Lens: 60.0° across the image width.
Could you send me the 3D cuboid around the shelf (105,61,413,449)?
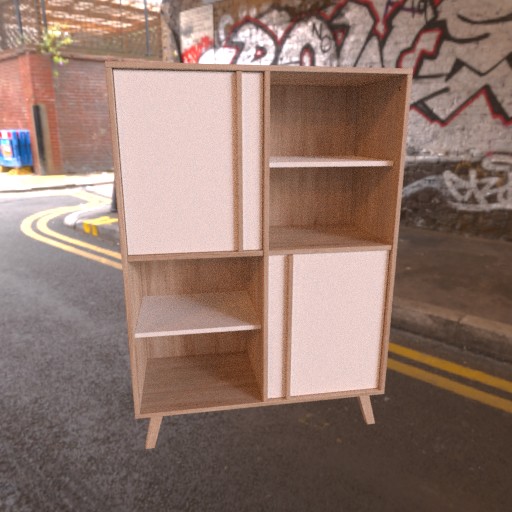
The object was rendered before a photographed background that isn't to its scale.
[{"bbox_3d":[0.000,0.000,1.814,1.000,1.390,0.450,-3,16,-9],"label":"shelf"}]
